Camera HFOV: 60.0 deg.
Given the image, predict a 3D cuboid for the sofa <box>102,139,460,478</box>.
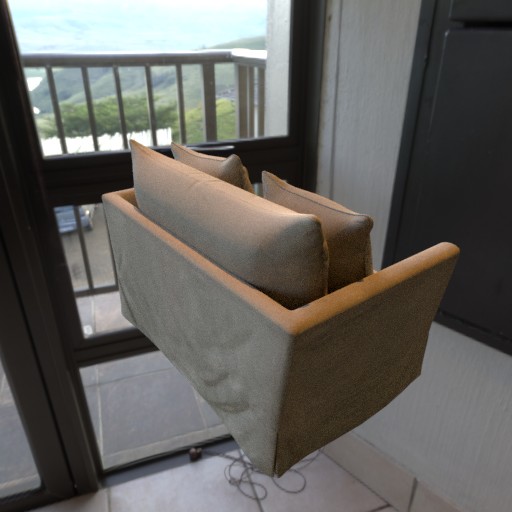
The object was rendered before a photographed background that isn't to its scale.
[{"bbox_3d":[0.000,0.000,2.277,1.035,1.040,1.608,-19,33,-33],"label":"sofa"}]
